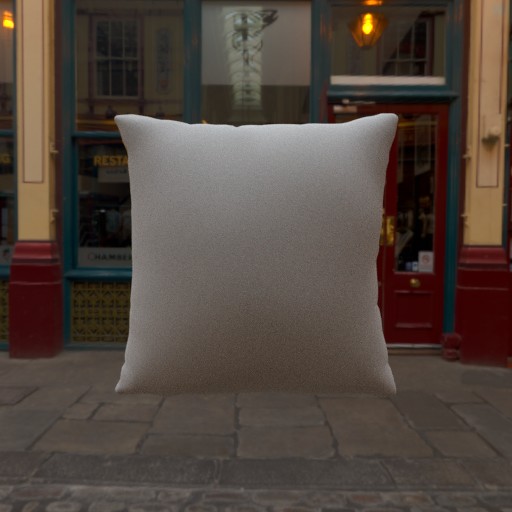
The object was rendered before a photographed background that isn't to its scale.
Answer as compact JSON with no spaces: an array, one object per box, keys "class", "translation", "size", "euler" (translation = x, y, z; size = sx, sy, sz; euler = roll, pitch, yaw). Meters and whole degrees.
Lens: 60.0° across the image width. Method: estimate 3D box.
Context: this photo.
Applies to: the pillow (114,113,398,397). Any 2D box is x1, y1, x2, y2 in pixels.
[{"class":"pillow","translation":[0.000,0.000,0.704],"size":[0.450,0.450,0.211],"euler":[0,1,0]}]
